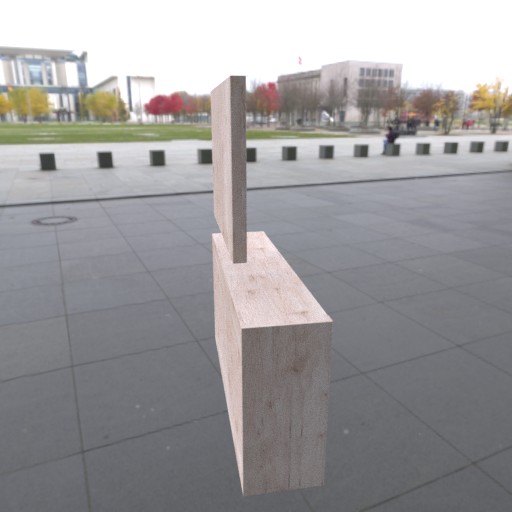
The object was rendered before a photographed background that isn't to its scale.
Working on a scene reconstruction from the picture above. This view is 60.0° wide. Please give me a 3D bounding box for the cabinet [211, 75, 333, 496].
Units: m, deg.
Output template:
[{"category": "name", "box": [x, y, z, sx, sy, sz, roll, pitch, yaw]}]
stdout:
[{"category": "cabinet", "box": [0.000, 0.000, 2.751, 0.420, 1.981, 1.700, -3, 17, -9]}]
